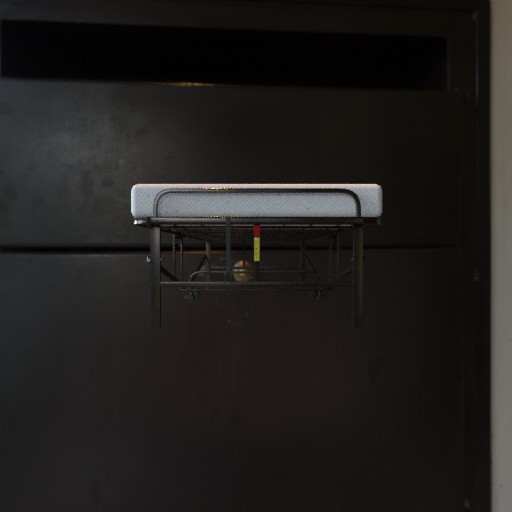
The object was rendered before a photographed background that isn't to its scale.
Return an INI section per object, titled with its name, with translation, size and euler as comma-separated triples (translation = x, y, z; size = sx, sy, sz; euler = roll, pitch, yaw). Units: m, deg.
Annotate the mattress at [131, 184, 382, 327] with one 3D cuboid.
[mattress]
translation = 0.000, 0.000, 2.587
size = 0.922, 0.519, 2.153
euler = 0, 0, 0
